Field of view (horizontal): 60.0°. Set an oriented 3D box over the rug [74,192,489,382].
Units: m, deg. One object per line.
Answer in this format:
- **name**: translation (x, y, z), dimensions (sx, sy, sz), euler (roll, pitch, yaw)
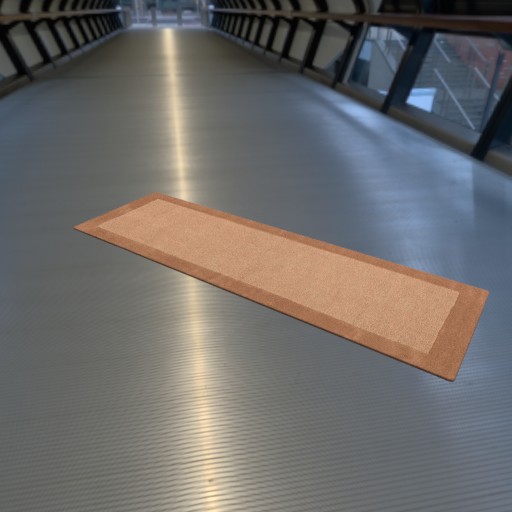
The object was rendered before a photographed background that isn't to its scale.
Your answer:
- **rug**: translation (0.000, 0.000, 2.638), dimensions (2.439, 0.017, 0.764), euler (19, 35, 29)
